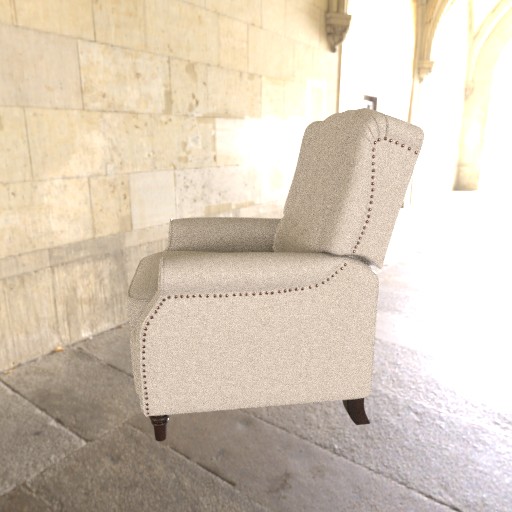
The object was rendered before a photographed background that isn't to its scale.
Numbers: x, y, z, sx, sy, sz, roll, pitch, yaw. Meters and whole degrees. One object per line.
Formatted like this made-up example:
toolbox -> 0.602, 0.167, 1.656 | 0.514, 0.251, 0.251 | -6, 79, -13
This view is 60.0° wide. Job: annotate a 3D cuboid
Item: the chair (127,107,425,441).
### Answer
chair -> 0.000, 0.000, 1.634 | 0.902, 1.035, 0.742 | -2, 15, -8
